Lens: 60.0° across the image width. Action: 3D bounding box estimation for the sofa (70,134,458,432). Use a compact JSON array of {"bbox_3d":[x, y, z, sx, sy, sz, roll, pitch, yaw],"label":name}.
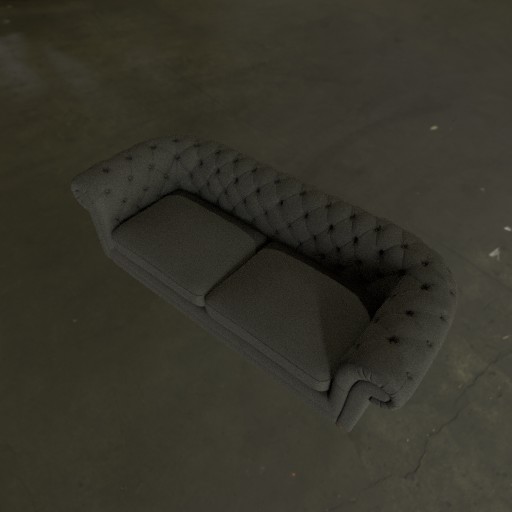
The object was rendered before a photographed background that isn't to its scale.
[{"bbox_3d":[0.000,0.000,2.784,2.362,0.762,0.991,31,53,26],"label":"sofa"}]
